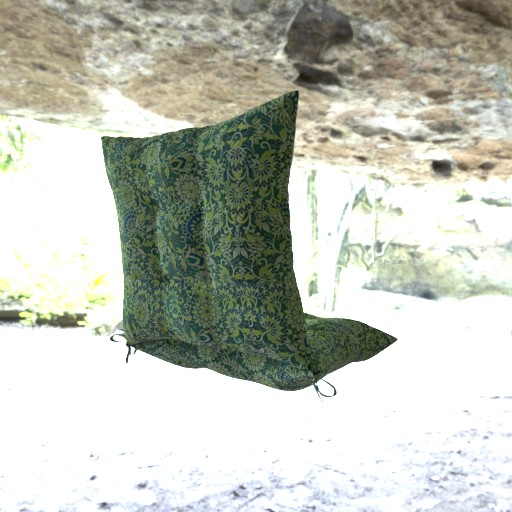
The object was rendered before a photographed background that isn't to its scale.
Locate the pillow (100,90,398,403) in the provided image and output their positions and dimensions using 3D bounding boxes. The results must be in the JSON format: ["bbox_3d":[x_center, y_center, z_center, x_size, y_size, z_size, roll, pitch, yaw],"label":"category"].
[{"bbox_3d":[0.000,0.000,1.050,0.541,0.536,0.585,0,0,35],"label":"pillow"}]
